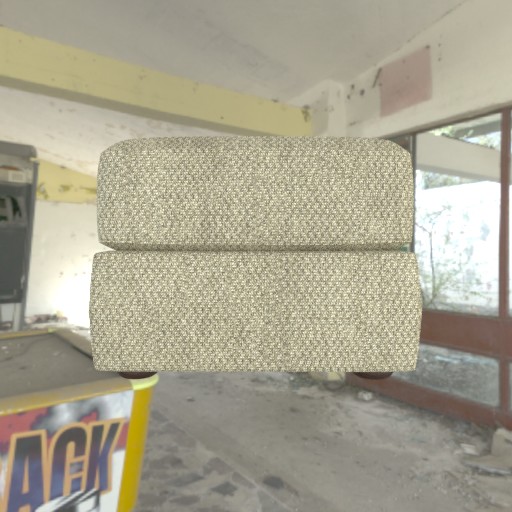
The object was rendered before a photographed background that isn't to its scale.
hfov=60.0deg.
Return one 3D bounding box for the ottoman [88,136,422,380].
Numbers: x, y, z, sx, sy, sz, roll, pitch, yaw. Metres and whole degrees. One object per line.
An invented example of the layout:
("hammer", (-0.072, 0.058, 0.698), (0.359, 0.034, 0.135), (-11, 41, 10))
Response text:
("ottoman", (0.000, 0.000, 1.149), (0.603, 0.476, 0.751), (0, 0, 0))
